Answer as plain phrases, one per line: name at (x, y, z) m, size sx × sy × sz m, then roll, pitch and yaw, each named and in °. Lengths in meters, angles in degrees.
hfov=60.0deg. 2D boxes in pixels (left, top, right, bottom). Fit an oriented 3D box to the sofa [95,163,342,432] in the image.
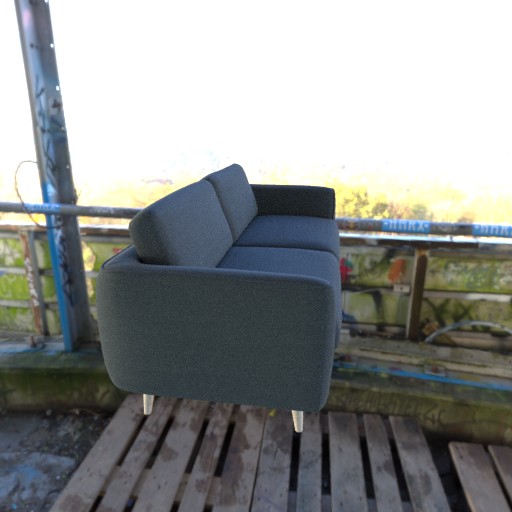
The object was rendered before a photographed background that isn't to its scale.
sofa at (0.000, 0.000, 2.440) m, size 0.920 × 0.850 × 2.000 m, roll 3°, pitch 18°, yaw 9°
